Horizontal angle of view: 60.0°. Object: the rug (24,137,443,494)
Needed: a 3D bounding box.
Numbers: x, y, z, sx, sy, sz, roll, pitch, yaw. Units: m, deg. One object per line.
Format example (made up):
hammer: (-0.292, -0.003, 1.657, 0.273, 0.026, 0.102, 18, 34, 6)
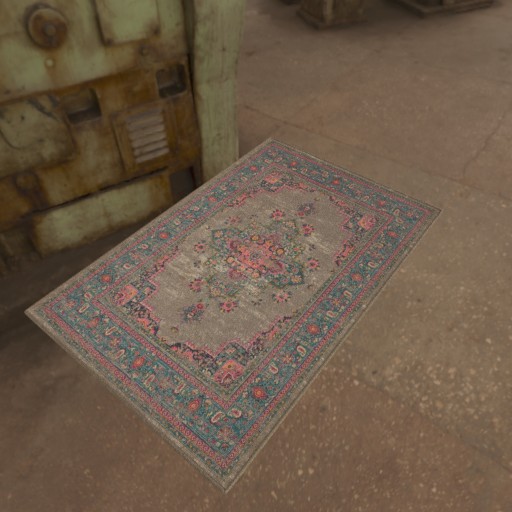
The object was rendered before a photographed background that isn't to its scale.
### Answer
rug: (0.000, 0.000, 2.111, 1.144, 0.014, 1.748, 30, 54, 25)
